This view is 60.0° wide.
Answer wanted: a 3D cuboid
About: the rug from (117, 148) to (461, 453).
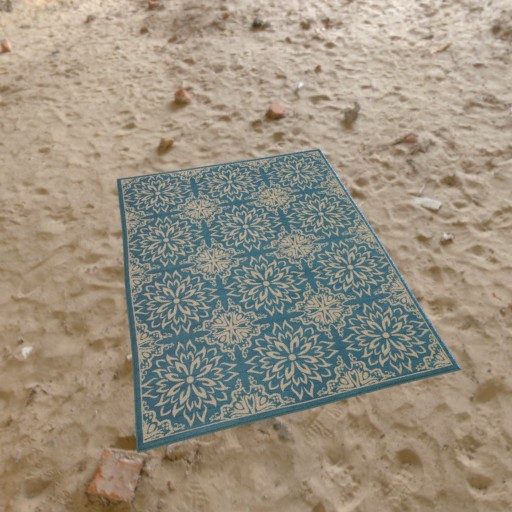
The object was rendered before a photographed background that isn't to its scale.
[{"bbox_3d":[0.000,0.000,4.025,2.350,0.018,2.964,-11,48,-10],"label":"rug"}]
